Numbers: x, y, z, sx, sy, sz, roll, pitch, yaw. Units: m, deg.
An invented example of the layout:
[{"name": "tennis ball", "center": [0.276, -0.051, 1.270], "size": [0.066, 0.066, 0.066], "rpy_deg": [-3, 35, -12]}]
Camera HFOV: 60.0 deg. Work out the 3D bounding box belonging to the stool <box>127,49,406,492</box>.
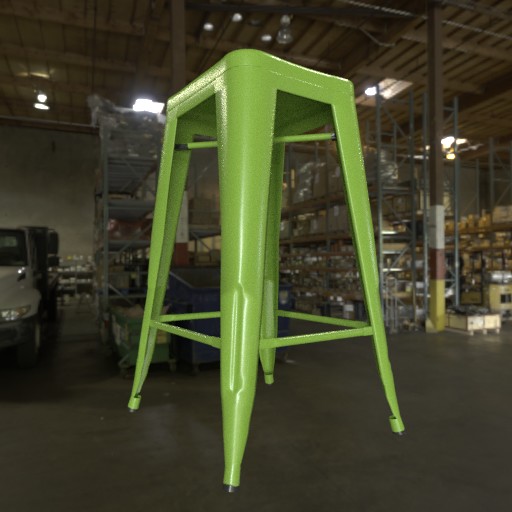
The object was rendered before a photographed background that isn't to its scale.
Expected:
[{"name": "stool", "center": [0.000, 0.000, 0.821], "size": [0.358, 0.609, 0.398], "rpy_deg": [1, -1, -34]}]
